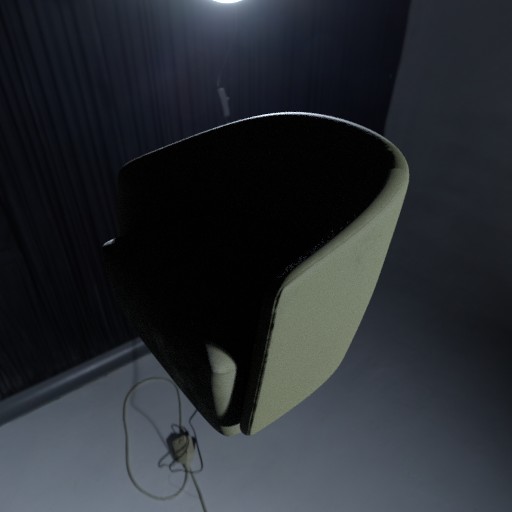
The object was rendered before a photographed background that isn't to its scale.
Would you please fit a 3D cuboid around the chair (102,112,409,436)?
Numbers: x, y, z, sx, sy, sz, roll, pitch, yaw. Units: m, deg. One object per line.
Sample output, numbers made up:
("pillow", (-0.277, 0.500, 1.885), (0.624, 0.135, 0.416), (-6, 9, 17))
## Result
("chair", (0.000, 0.000, 1.356), (0.767, 0.698, 0.773), (-23, 40, -31))
